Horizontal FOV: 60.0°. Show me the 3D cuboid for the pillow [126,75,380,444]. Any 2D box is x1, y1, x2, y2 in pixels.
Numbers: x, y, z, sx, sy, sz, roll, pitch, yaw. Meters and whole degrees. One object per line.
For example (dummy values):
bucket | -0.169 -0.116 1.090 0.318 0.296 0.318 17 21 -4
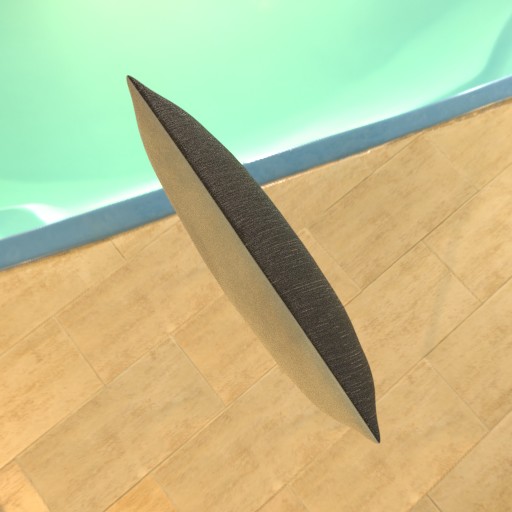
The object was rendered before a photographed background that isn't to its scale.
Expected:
pillow | 0.000 0.000 0.735 0.156 0.305 0.608 -33 77 -8
